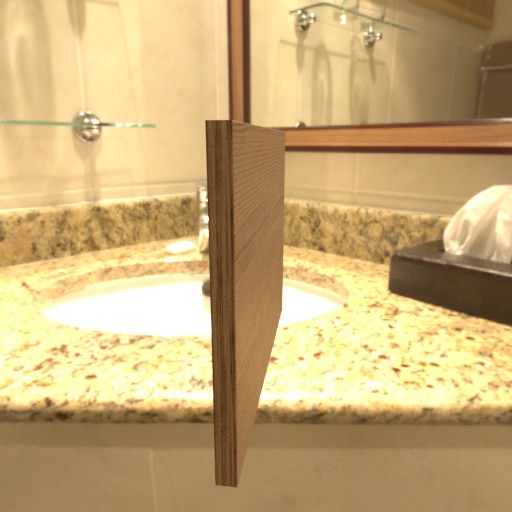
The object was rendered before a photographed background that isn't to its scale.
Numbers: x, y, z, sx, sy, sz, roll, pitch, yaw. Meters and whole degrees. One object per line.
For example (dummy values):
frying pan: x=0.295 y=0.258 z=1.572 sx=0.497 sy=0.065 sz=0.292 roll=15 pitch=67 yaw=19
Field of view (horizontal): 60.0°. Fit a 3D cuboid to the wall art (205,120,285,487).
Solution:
wall art: x=0.000 y=0.000 z=1.098 sx=0.063 sy=0.609 sz=0.841 roll=2 pitch=15 yaw=8
